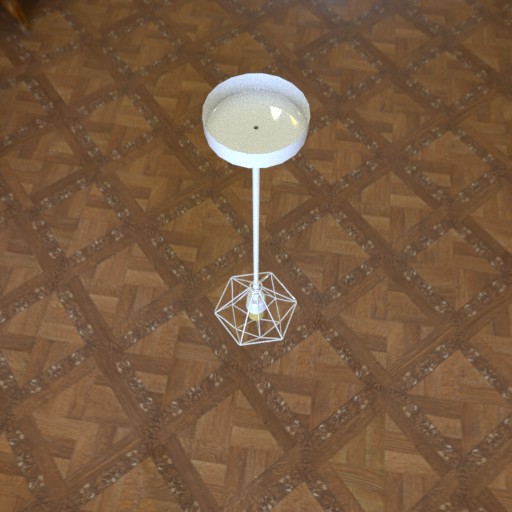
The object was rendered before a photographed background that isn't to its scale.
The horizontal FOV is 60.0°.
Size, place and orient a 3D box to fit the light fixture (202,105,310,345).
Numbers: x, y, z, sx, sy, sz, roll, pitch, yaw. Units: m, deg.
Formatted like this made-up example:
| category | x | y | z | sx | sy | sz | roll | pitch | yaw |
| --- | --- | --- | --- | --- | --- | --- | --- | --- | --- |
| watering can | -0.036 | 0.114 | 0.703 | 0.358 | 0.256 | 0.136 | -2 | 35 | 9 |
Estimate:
| category | x | y | z | sx | sy | sz | roll | pitch | yaw |
| --- | --- | --- | --- | --- | --- | --- | --- | --- | --- |
| light fixture | 0.000 | 0.000 | 1.996 | 0.431 | 1.764 | 0.487 | -35 | 69 | -16 |
